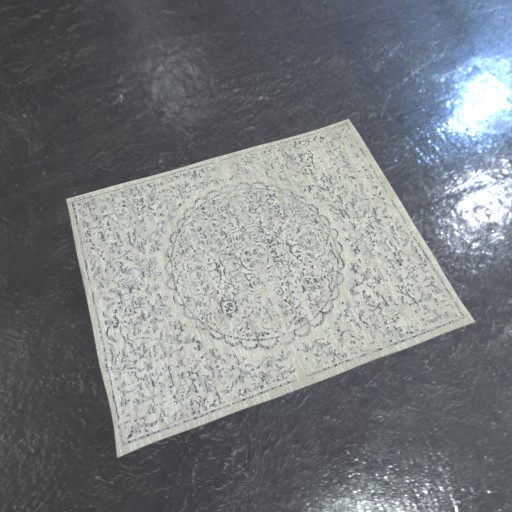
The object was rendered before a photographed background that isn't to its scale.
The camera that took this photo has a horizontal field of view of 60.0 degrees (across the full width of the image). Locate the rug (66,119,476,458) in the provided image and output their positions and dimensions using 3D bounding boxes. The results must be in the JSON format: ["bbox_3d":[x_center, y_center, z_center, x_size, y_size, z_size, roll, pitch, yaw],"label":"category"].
[{"bbox_3d":[0.000,0.000,3.849,2.925,0.026,2.343,-18,64,-9],"label":"rug"}]
